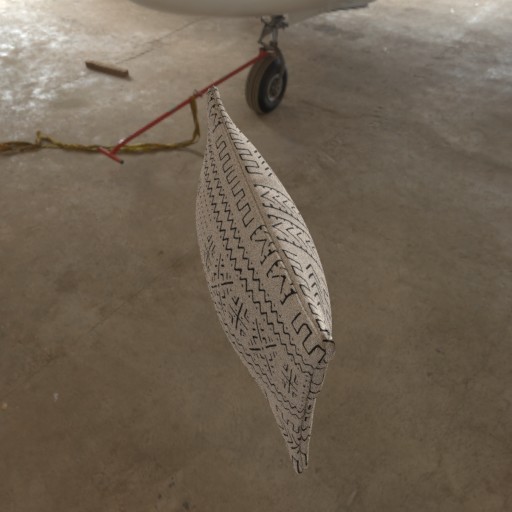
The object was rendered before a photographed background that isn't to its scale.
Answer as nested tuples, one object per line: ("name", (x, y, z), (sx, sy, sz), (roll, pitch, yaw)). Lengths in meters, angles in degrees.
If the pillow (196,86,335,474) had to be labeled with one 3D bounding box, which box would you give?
("pillow", (0.000, 0.000, 0.788), (0.188, 0.352, 0.637), (-11, 47, -10))
